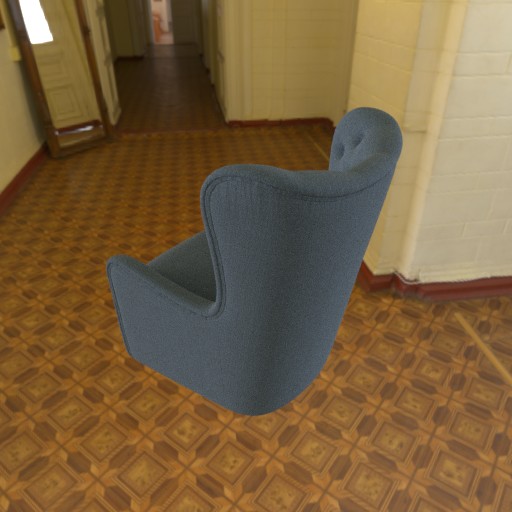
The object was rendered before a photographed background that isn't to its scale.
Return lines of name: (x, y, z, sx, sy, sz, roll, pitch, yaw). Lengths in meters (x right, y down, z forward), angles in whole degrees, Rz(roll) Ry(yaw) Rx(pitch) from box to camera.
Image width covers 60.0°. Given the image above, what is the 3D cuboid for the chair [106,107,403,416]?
chair: (0.000, 0.000, 1.770, 0.930, 1.079, 0.831, 21, 37, 30)
